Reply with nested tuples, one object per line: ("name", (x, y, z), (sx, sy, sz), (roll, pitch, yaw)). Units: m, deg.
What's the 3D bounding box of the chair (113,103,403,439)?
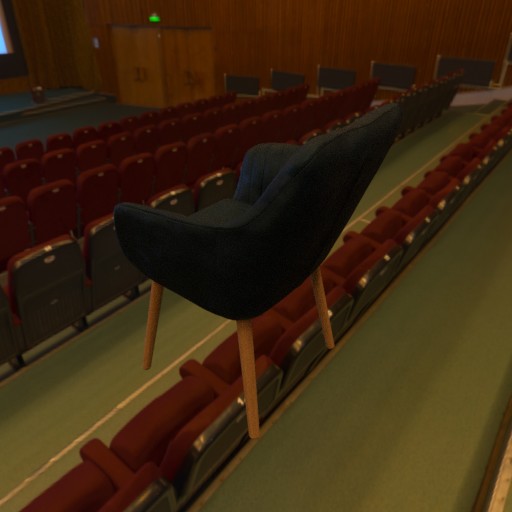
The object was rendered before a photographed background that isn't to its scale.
("chair", (0.000, 0.000, 1.218), (0.573, 0.826, 0.578), (21, 38, 30))
